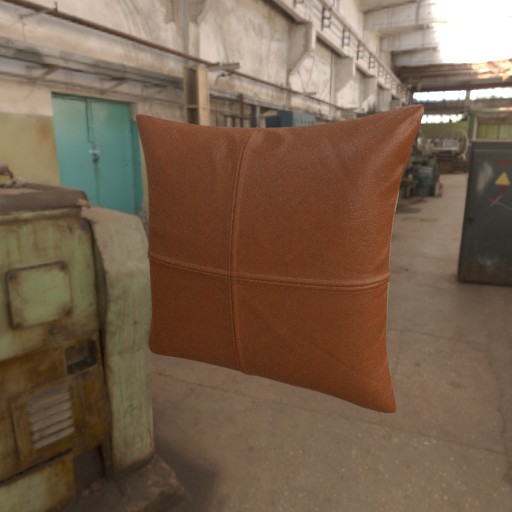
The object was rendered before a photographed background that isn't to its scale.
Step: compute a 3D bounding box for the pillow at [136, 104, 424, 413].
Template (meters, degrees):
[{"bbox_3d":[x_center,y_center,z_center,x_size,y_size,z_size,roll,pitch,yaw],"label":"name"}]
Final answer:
[{"bbox_3d":[0.000,0.000,0.757,0.501,0.477,0.192,7,16,25],"label":"pillow"}]
